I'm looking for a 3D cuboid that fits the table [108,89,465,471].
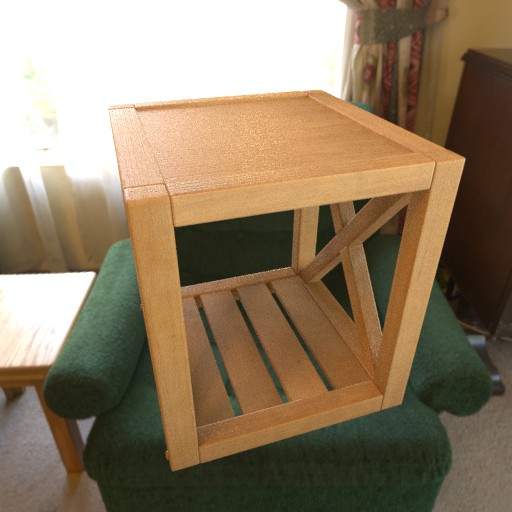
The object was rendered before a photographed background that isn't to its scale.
[{"bbox_3d":[0.000,0.000,1.043,0.558,0.610,0.559,-10,34,-15],"label":"table"}]
